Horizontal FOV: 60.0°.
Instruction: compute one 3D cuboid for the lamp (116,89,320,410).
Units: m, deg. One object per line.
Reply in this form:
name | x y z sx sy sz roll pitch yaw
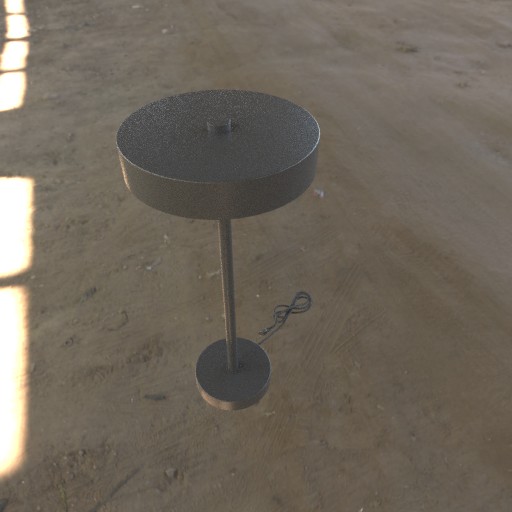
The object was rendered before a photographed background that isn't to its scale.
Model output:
lamp | 0.000 0.000 0.709 0.229 0.508 0.369 26 48 26
